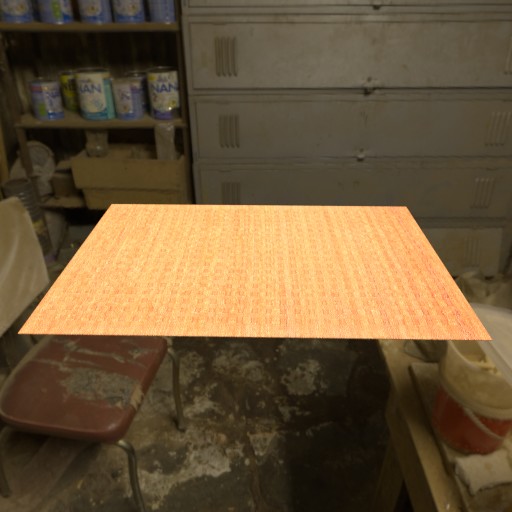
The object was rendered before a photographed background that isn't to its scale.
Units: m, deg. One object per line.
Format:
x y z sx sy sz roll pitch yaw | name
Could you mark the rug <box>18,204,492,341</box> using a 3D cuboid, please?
0.000 0.000 2.790 2.285 0.006 1.524 1 31 1 | rug
